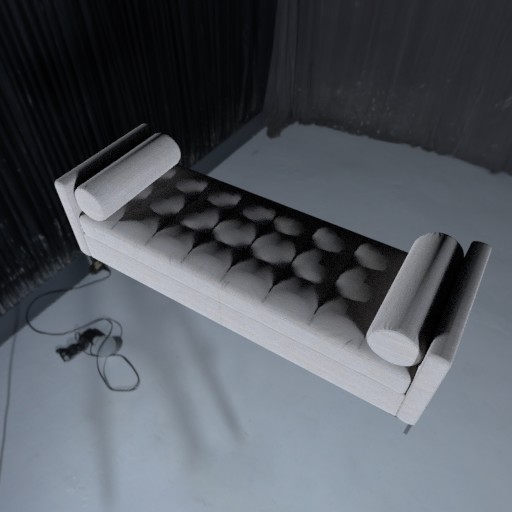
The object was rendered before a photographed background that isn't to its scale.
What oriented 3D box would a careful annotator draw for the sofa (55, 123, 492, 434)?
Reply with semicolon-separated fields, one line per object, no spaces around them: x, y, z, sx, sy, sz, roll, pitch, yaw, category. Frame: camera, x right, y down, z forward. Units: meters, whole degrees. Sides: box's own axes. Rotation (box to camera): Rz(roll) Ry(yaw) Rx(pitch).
0.000;0.000;2.281;1.981;0.635;0.686;24;51;21;sofa
